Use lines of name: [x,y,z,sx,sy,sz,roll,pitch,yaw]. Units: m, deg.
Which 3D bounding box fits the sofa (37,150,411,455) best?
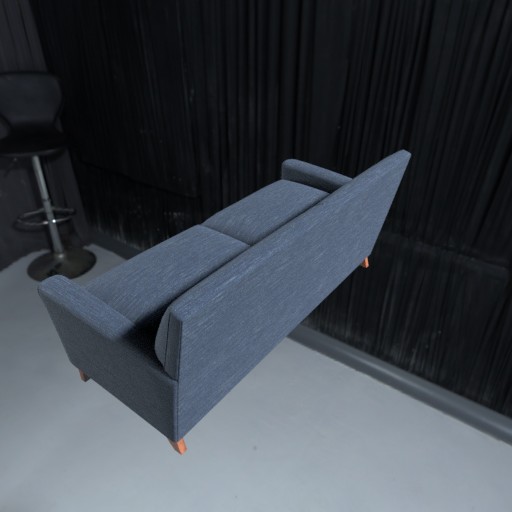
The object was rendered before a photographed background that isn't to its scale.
sofa: [0.000,0.000,2.418,0.875,0.846,1.976,22,38,31]
